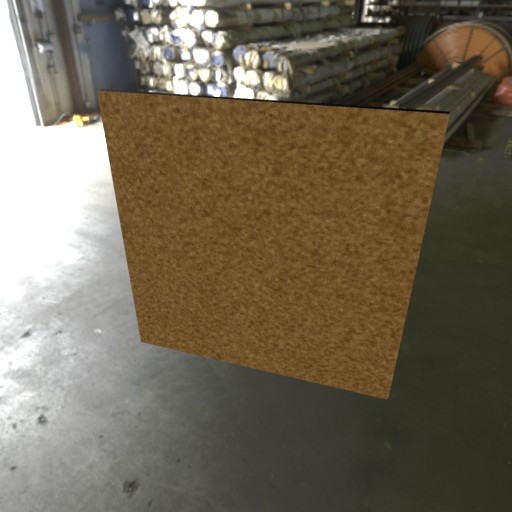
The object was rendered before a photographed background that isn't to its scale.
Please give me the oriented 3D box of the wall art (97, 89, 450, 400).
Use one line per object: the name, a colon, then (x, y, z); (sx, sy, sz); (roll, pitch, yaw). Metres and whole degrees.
wall art: (0.000, 0.000, 0.657); (0.446, 0.445, 0.014); (9, 32, 15)
